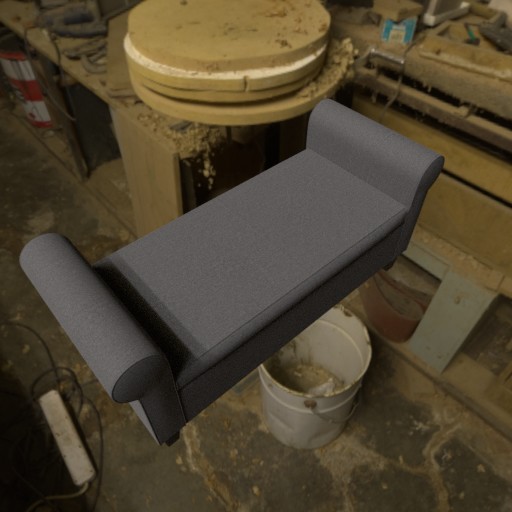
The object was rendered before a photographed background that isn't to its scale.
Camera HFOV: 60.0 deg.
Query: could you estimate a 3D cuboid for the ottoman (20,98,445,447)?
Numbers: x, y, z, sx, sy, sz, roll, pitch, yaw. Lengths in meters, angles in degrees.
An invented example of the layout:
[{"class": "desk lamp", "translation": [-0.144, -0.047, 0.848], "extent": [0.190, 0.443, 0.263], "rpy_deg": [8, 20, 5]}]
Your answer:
[{"class": "ottoman", "translation": [0.000, 0.000, 1.503], "extent": [1.256, 0.547, 0.521], "rpy_deg": [-33, 55, -26]}]
